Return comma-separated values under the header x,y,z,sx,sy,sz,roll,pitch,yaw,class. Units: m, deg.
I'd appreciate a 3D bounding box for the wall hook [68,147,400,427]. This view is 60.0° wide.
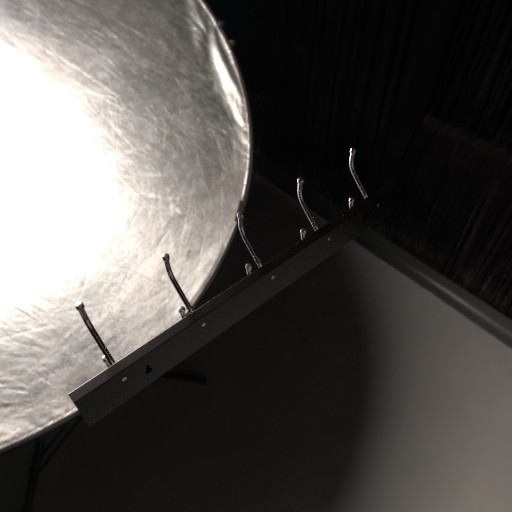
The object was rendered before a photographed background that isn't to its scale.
x,y,z,sx,sy,sz,roll,pitch,yaw,class
0.000,0.000,0.615,0.571,0.117,0.071,-33,54,-27,wall hook
